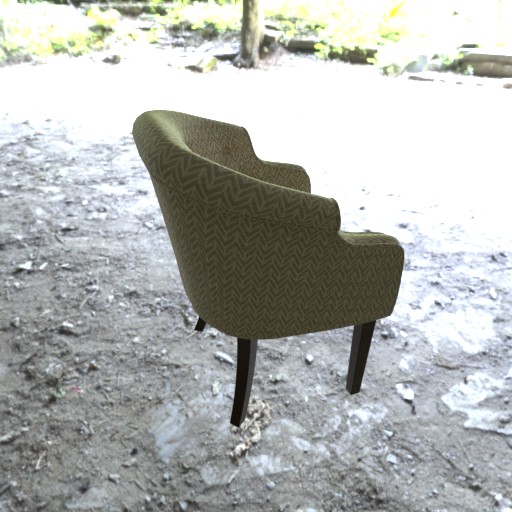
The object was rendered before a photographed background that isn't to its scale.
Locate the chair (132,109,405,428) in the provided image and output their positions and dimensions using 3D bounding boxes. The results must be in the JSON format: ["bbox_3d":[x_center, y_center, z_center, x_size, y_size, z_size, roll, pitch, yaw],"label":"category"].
[{"bbox_3d":[0.000,0.000,1.347,0.613,0.858,0.686,-11,33,-17],"label":"chair"}]
